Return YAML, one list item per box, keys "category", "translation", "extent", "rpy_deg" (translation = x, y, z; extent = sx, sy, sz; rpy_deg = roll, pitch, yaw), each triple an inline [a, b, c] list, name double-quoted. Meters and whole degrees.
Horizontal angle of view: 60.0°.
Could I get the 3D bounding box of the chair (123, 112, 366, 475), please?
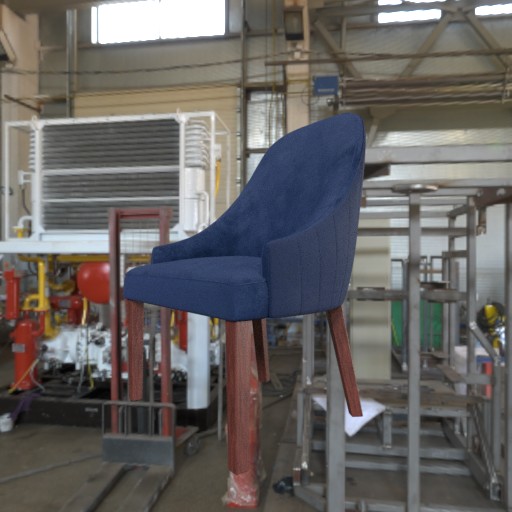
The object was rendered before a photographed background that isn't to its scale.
- category: "chair"
  translation: [0.000, 0.000, 1.298]
  extent: [0.575, 0.889, 0.643]
  rpy_deg: [0, 0, -36]
